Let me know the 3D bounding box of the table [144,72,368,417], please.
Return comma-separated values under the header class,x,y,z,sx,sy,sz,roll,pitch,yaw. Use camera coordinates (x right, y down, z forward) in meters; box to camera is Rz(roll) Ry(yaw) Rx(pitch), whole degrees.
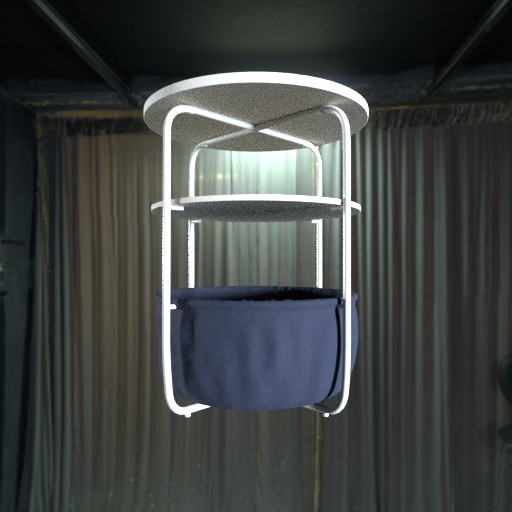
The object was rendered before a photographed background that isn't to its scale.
class,x,y,z,sx,sy,sz,roll,pitch,yaw
table,0.000,0.000,0.850,0.418,0.532,0.418,0,0,0
